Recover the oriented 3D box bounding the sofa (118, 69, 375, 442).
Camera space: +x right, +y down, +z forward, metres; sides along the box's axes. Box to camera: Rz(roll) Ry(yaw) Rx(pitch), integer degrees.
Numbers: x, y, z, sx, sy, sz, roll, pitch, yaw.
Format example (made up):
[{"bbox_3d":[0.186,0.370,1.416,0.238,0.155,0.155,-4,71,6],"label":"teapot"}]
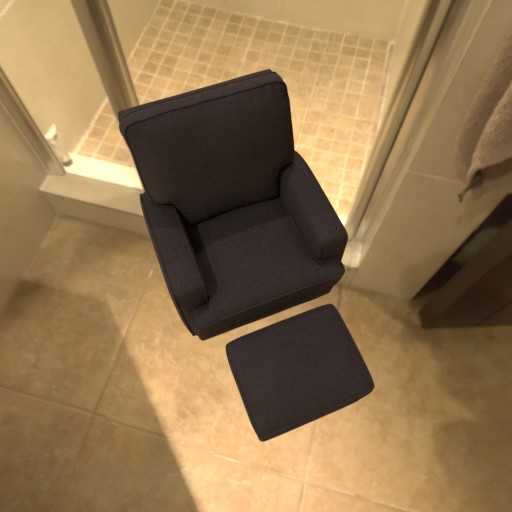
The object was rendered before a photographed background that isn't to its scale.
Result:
[{"bbox_3d":[0.000,0.000,2.053,0.861,0.959,1.472,-20,65,-10],"label":"sofa"}]
